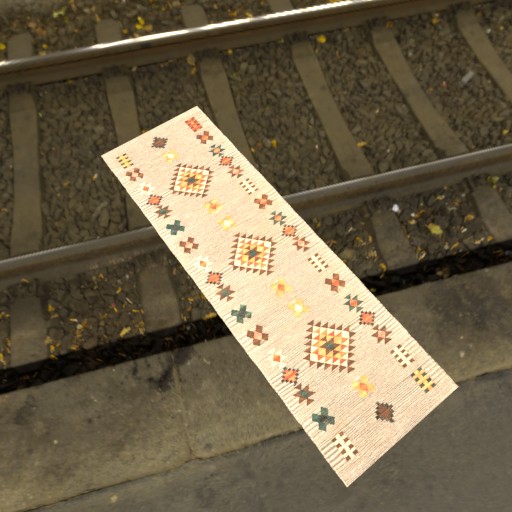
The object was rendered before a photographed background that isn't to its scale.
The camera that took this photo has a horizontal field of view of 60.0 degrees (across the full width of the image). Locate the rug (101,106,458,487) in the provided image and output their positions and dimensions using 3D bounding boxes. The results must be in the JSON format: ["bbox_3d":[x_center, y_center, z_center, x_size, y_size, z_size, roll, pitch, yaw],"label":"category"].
[{"bbox_3d":[0.000,0.000,2.602,0.766,0.008,2.432,-33,67,-16],"label":"rug"}]
